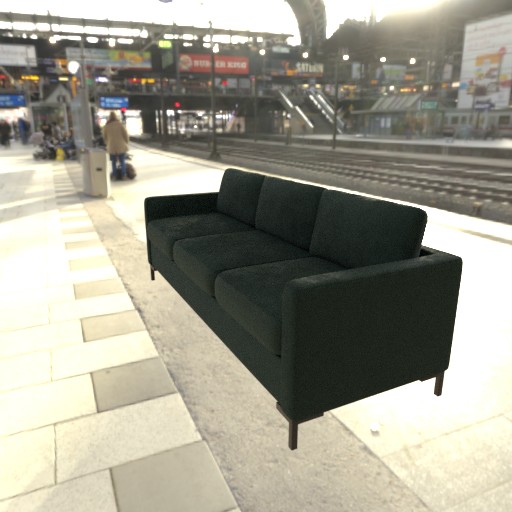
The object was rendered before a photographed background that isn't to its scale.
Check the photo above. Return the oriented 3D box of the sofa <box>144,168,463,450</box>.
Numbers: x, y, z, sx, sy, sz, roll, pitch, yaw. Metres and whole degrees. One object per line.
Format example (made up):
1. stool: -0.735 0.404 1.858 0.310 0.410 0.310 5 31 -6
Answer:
1. sofa: 0.000 0.000 2.675 0.859 0.870 2.218 -8 18 -26
